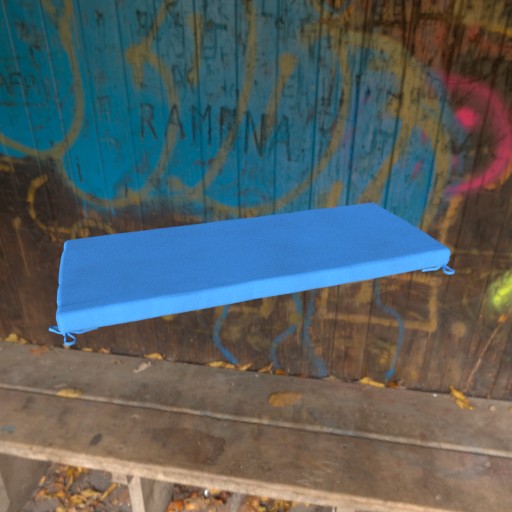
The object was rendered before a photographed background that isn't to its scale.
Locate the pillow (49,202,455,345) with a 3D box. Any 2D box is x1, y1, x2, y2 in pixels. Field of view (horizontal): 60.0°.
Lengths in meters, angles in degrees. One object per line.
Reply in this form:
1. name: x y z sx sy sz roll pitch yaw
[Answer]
1. pillow: 0.000 0.000 1.395 1.187 0.081 0.492 -9 28 -16
